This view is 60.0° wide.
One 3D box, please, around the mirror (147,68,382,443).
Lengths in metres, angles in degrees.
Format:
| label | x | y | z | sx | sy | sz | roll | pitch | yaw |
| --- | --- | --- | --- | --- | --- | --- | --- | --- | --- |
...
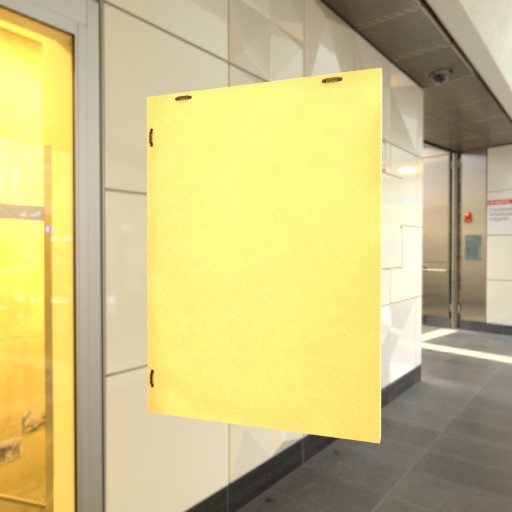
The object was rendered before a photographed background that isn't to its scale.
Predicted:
| label | x | y | z | sx | sy | sz | roll | pitch | yaw |
| --- | --- | --- | --- | --- | --- | --- | --- | --- | --- |
| mirror | 0.000 | 0.000 | 0.932 | 0.507 | 0.710 | 0.040 | 0 | 1 | 19 |
